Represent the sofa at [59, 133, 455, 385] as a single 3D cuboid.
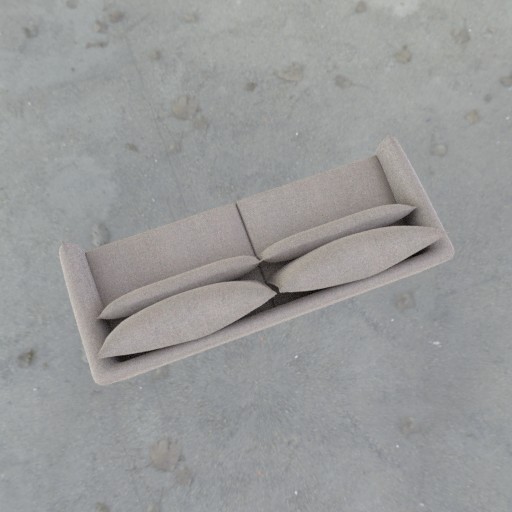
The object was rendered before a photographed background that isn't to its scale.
[{"bbox_3d":[0.000,0.000,2.457,2.022,0.833,0.809,-19,75,-5],"label":"sofa"}]
